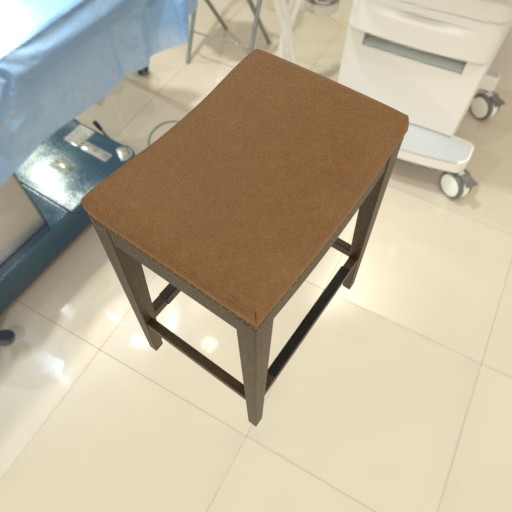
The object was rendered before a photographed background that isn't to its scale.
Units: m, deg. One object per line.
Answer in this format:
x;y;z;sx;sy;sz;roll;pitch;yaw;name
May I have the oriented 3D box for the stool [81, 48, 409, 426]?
0.000;0.000;0.995;0.361;0.660;0.500;32;64;17;stool
